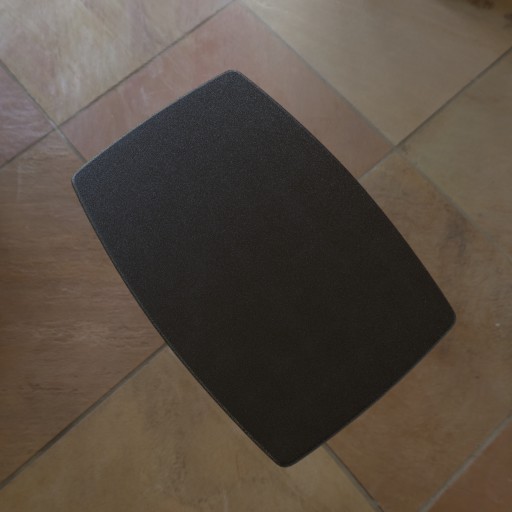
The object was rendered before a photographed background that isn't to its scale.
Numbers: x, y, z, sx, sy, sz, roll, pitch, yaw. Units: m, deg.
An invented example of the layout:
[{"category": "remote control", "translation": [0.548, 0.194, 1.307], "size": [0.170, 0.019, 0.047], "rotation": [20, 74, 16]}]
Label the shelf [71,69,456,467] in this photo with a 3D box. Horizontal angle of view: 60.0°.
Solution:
[{"category": "shelf", "translation": [0.000, 0.000, 0.531], "size": [0.280, 0.100, 0.410], "rotation": [-37, 78, -9]}]
